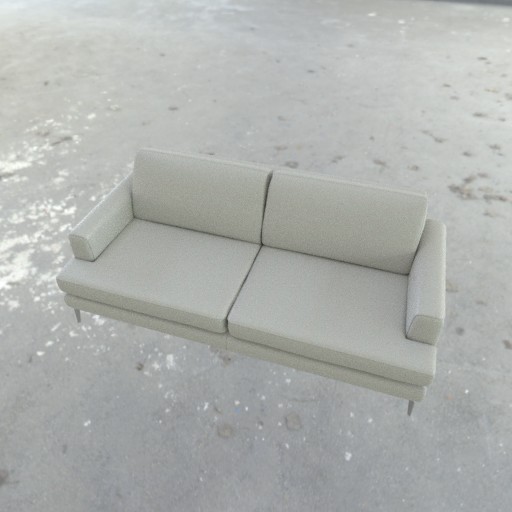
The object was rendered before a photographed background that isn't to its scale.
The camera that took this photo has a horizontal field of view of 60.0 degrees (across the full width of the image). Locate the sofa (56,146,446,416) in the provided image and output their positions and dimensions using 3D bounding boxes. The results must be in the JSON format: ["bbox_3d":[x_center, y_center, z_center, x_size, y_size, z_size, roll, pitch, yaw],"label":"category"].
[{"bbox_3d":[0.000,0.000,2.438,1.940,0.765,0.974,12,43,13],"label":"sofa"}]
